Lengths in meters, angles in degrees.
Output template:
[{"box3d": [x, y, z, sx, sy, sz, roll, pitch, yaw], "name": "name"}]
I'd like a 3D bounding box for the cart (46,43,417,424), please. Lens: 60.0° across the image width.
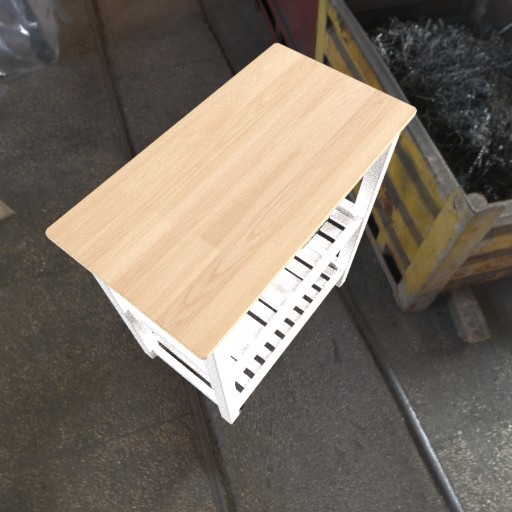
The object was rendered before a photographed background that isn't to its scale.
[{"box3d": [0.000, 0.000, 1.455, 0.457, 0.927, 0.899, 34, 65, 18], "name": "cart"}]
